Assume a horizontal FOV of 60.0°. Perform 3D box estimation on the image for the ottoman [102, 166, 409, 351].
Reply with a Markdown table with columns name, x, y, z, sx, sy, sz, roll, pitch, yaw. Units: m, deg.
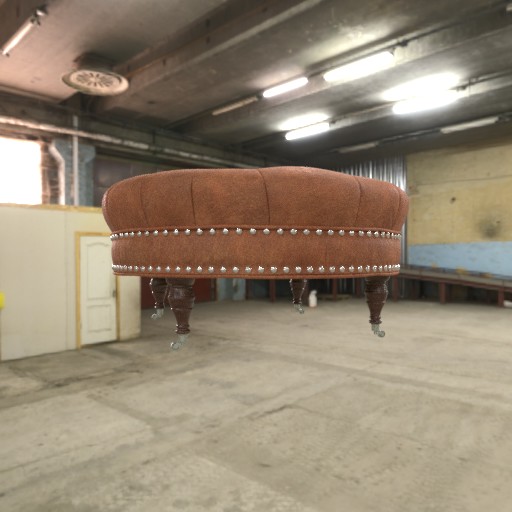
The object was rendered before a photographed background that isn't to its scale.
| name | x | y | z | sx | sy | sz | roll | pitch | yaw |
| --- | --- | --- | --- | --- | --- | --- | --- | --- | --- |
| ottoman | 0.000 | 0.000 | 1.371 | 0.901 | 0.444 | 0.901 | 0 | 0 | 0 |
